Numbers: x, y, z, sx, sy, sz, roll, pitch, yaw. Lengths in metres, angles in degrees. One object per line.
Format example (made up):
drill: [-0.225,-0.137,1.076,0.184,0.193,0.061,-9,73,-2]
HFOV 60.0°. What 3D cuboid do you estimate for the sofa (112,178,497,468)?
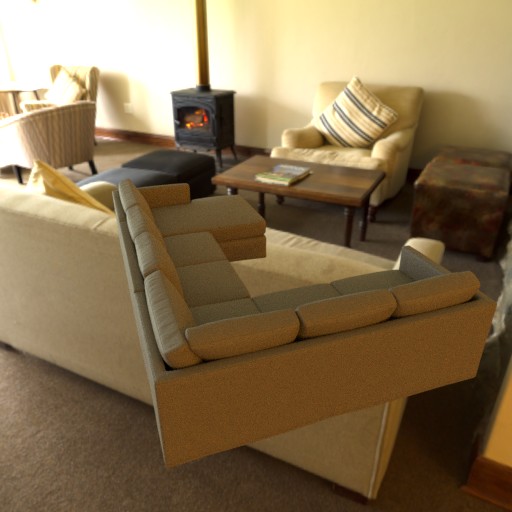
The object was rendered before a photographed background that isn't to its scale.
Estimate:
sofa: [0.000,0.000,4.331,2.427,0.882,3.460,-9,29,-17]
